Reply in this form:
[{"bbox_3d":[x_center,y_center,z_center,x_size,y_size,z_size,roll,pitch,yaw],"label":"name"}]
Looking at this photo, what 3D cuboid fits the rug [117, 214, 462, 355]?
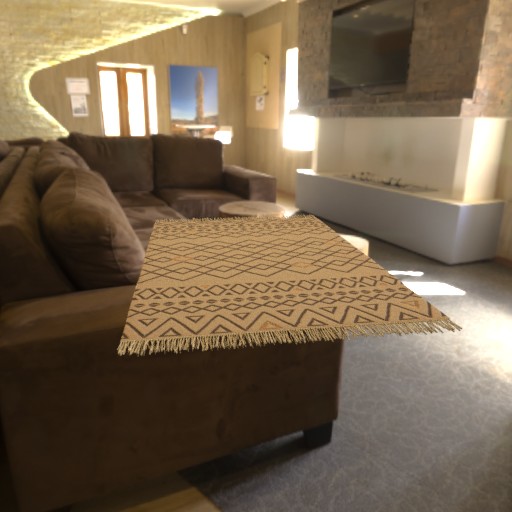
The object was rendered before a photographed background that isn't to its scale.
[{"bbox_3d":[0.000,0.000,2.466,1.224,0.028,2.023,-3,17,-8],"label":"rug"}]
